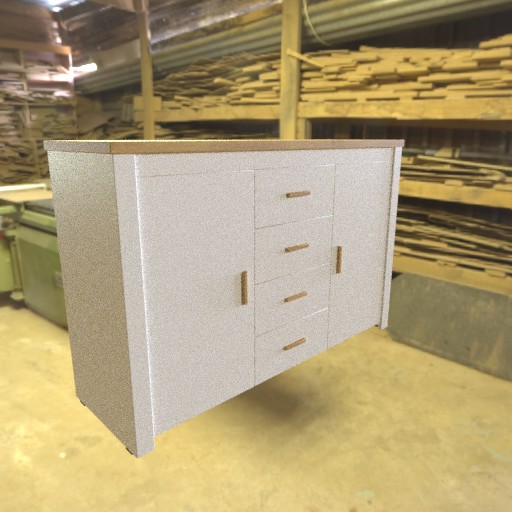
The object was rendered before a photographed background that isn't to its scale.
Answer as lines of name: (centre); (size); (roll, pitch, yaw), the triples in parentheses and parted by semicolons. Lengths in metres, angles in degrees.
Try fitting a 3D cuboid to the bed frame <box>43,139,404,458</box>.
bed frame: (0.000, 0.000, 1.680); (1.300, 0.850, 0.430); (-14, 20, -41)
